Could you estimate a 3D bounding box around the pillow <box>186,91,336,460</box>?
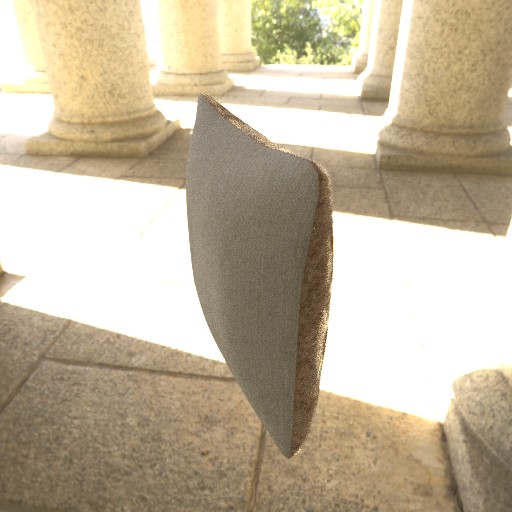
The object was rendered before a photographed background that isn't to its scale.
[{"bbox_3d":[0.000,0.000,0.845,0.216,0.525,0.538,-10,31,-17],"label":"pillow"}]
